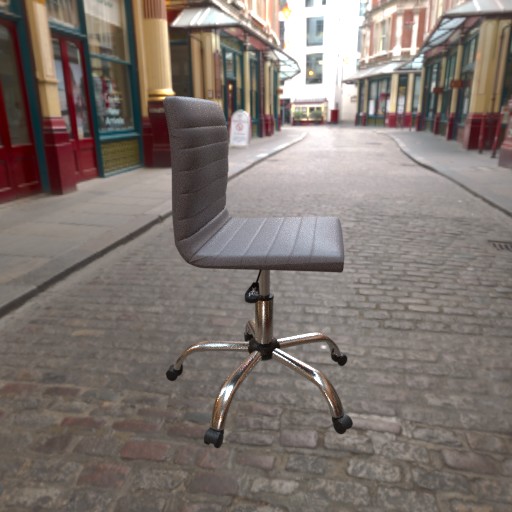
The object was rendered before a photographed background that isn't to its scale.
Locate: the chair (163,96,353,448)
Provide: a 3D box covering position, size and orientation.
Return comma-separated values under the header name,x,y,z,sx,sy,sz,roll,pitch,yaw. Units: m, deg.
name,x,y,z,sx,sy,sz,roll,pitch,yaw
chair,0.000,0.000,1.160,0.530,0.780,0.556,3,17,9
